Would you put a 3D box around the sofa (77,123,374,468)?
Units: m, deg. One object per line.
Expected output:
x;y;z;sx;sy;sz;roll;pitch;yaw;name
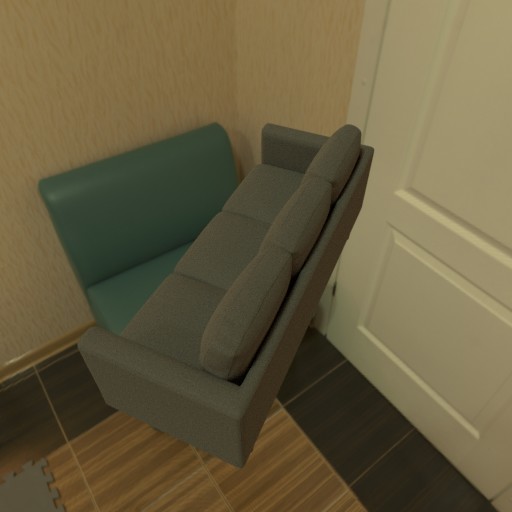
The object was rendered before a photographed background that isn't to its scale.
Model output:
0.000;0.000;2.557;0.802;0.912;2.029;18;48;17;sofa
